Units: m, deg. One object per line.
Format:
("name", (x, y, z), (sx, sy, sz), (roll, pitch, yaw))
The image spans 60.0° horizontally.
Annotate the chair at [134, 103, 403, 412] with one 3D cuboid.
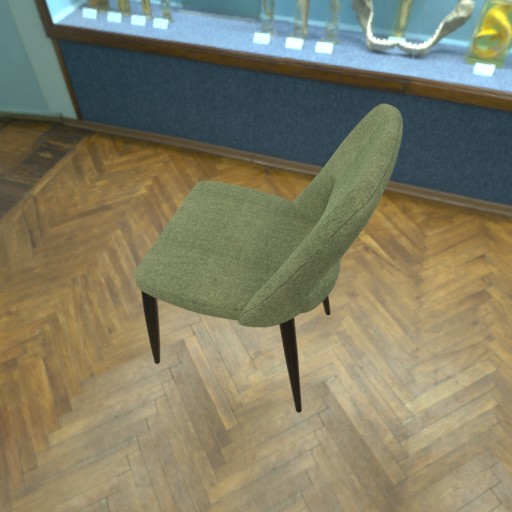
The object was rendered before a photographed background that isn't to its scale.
("chair", (0.000, 0.000, 1.291), (0.612, 0.931, 0.470), (15, 50, 13))
